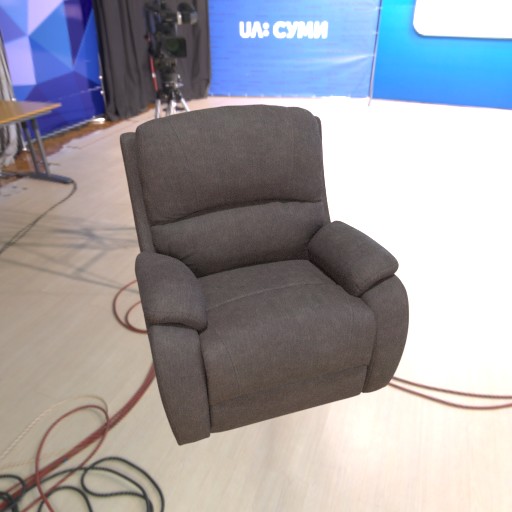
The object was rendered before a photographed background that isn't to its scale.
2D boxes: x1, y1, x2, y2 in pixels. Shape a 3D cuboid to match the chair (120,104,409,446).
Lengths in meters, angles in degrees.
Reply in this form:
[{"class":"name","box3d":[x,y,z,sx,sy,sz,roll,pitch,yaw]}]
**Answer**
[{"class":"chair","box3d":[0.000,0.000,1.753,0.930,1.011,0.899,-10,34,-16]}]
